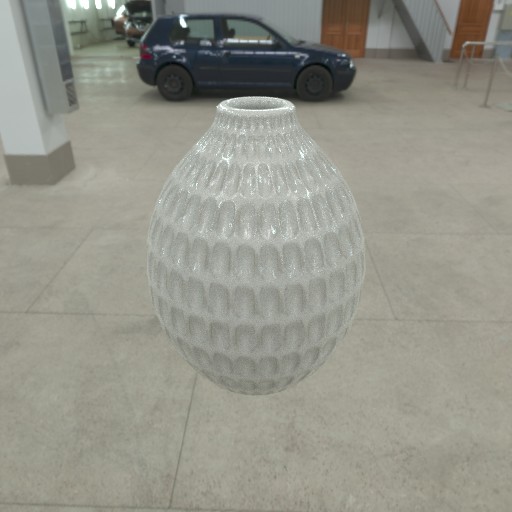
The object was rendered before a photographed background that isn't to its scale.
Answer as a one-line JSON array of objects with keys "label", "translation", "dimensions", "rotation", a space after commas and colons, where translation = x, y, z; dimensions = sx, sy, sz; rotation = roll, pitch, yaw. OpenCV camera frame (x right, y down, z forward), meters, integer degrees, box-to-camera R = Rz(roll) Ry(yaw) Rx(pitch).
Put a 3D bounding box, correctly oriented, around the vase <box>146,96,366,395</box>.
[{"label": "vase", "translation": [0.000, 0.000, 0.335], "dimensions": [0.162, 0.223, 0.162], "rotation": [0, 30, 0]}]
